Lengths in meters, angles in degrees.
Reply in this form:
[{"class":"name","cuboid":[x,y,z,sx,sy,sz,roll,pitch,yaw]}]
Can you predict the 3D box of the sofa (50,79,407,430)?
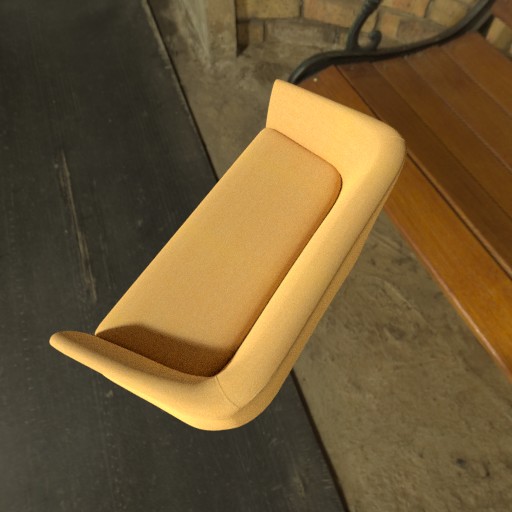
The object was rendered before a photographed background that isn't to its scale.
[{"class":"sofa","cuboid":[0.000,0.000,1.830,0.705,0.721,1.452,29,66,14]}]
